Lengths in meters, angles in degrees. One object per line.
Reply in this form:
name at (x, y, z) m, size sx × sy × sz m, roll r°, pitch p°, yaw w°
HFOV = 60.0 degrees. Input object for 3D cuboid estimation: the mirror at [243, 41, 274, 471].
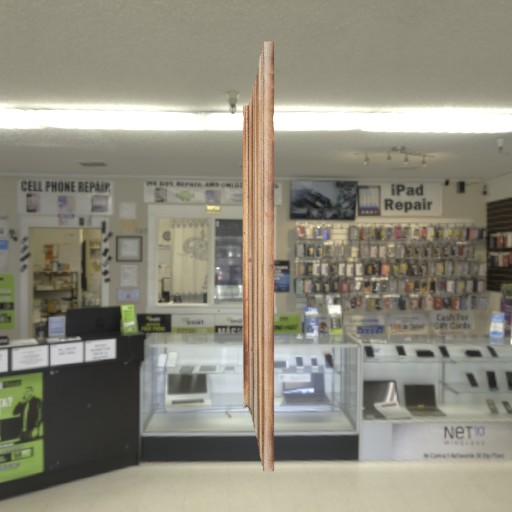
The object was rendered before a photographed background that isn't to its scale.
mirror at (0.000, 0.000, 1.231) m, size 0.061 × 0.804 × 0.804 m, roll 0°, pitch 0°, yaw 0°
